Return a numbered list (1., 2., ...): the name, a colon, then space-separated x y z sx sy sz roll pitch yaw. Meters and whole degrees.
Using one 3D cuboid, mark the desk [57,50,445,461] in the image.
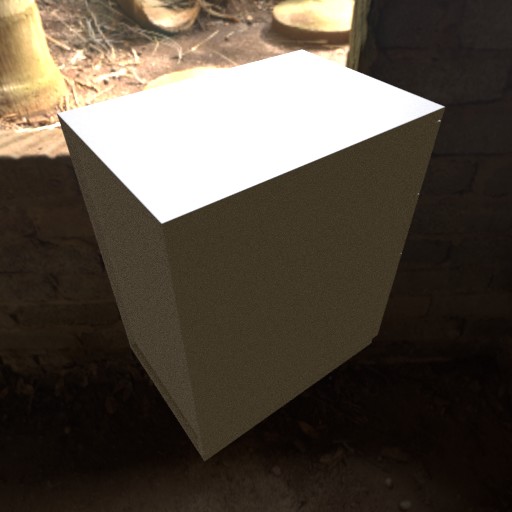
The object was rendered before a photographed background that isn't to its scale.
1. desk: 0.000 0.000 1.061 0.600 0.730 0.404 -27 49 -26
